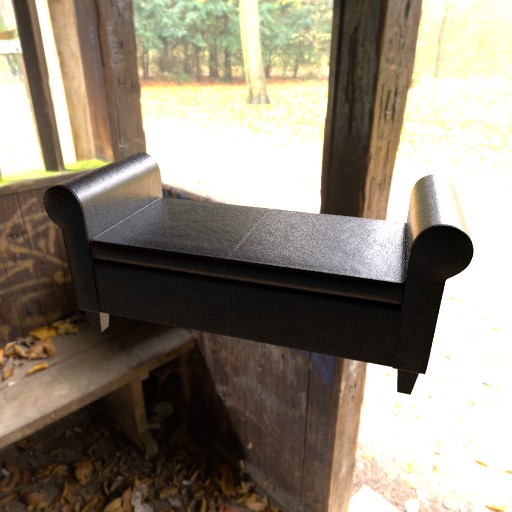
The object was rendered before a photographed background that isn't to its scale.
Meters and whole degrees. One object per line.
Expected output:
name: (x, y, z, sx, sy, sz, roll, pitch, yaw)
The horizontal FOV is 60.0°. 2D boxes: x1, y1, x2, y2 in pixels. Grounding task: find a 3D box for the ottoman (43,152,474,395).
ottoman: (0.000, 0.000, 1.539, 1.256, 0.547, 0.521, 8, 26, 16)
